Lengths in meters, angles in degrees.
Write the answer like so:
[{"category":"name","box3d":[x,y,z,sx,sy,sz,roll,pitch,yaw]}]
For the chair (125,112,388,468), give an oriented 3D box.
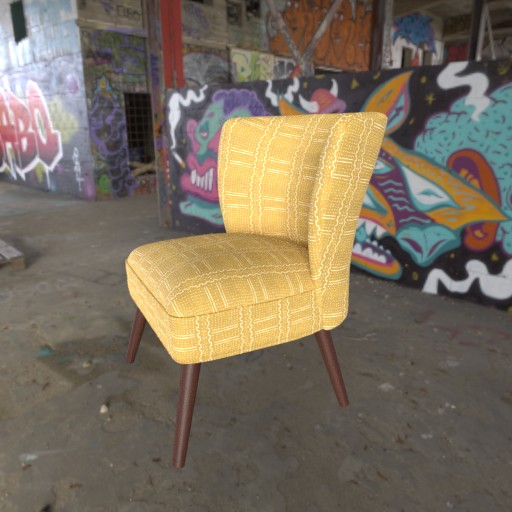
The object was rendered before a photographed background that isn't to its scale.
[{"category":"chair","box3d":[0.000,0.000,1.397,0.758,0.866,0.706,-8,18,-26]}]
